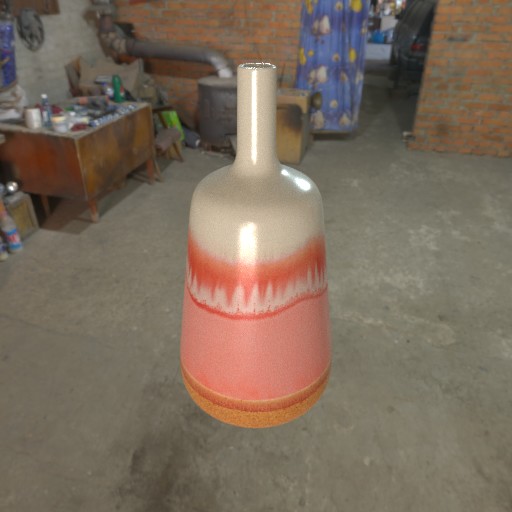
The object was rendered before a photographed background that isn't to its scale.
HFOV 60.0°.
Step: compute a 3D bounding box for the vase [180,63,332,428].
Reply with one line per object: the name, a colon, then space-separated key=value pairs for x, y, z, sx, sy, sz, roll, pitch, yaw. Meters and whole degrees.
vase: x=0.000 y=0.000 z=0.372 sx=0.144 sy=0.296 sz=0.144 roll=0 pitch=30 yaw=0
